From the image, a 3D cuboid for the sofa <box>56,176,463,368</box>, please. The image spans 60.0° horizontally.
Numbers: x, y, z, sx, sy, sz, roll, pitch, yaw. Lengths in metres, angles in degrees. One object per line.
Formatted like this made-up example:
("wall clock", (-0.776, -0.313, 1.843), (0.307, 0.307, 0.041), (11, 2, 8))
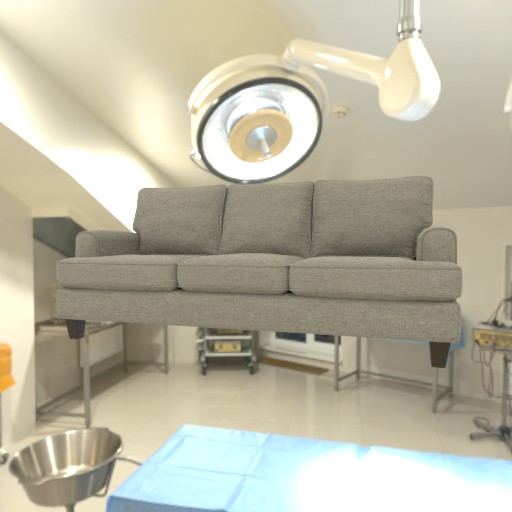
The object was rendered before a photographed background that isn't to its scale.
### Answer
("sofa", (0.000, 0.000, 2.654), (2.158, 0.965, 0.951), (0, 2, 18))
